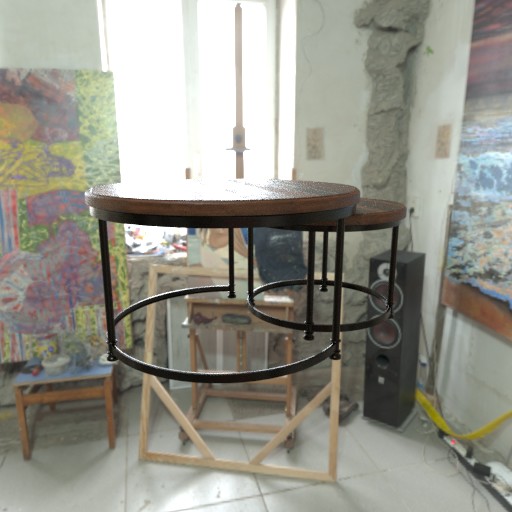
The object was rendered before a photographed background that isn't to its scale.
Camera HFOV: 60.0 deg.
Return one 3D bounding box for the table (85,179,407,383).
[{"bbox_3d":[0.000,0.000,1.616,1.152,0.516,0.870,-12,18,-43],"label":"table"}]
